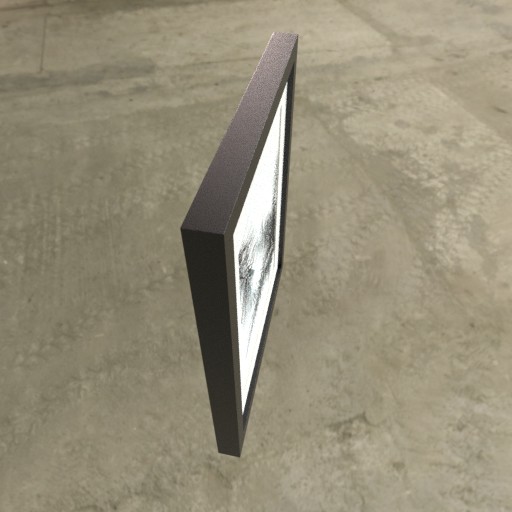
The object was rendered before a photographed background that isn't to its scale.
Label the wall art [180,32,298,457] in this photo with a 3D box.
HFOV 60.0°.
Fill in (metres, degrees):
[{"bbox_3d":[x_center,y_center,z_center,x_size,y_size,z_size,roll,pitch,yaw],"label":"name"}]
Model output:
[{"bbox_3d":[0.000,0.000,0.519,0.028,0.380,0.325,9,47,8],"label":"wall art"}]
